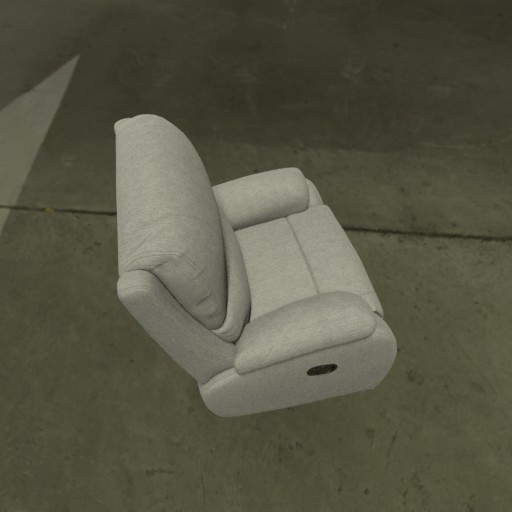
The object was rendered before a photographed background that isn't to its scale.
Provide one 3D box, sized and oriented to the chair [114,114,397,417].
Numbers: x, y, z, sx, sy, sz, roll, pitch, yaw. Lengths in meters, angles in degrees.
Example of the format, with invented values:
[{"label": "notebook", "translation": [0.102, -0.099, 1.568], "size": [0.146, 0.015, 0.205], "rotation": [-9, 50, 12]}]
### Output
[{"label": "chair", "translation": [0.000, 0.000, 1.731], "size": [0.899, 1.011, 0.930], "rotation": [-9, 47, -9]}]
